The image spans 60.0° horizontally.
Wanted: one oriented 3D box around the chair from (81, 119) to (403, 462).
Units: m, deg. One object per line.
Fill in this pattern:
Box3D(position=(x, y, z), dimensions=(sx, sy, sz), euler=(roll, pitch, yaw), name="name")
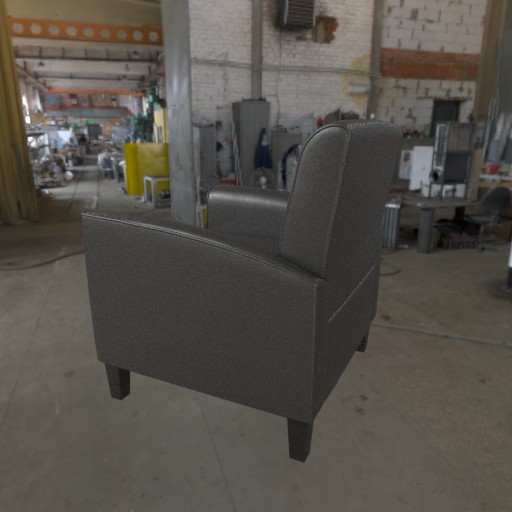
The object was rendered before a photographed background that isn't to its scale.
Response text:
Box3D(position=(0.000, 0.000, 1.566), dimensions=(0.819, 0.916, 0.820), euler=(8, 18, 25), name="chair")
